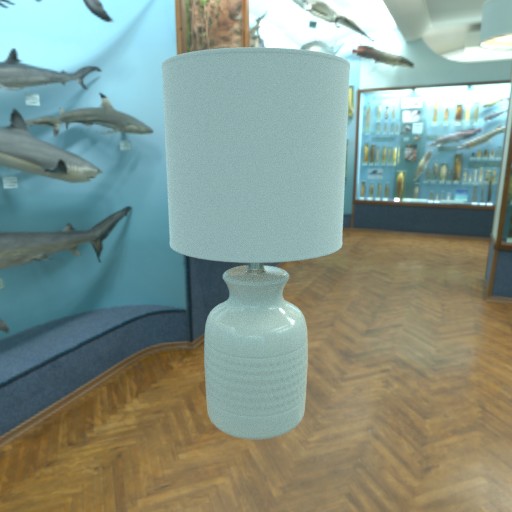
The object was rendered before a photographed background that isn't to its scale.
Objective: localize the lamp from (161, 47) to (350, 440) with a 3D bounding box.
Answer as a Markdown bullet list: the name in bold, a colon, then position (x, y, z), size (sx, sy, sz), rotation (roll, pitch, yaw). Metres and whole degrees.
- **lamp**: position (0.000, 0.000, 0.495), size (0.188, 0.392, 0.188), rotation (7, 15, 26)
